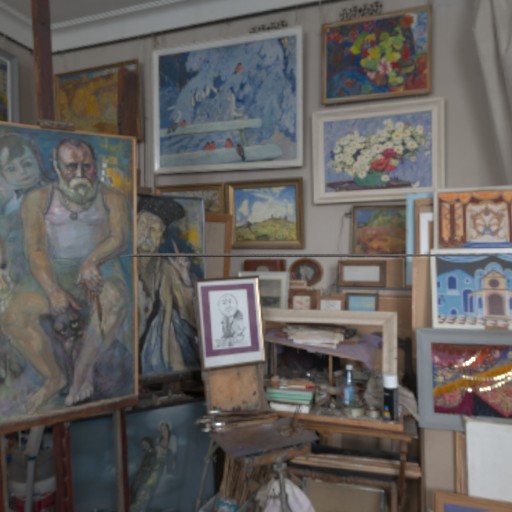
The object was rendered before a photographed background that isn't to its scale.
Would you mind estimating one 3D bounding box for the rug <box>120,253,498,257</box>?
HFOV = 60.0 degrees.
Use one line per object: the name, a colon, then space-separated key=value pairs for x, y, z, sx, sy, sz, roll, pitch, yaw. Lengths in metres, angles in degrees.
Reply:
rug: x=0.000 y=0.000 z=2.839 sx=1.600 sy=0.008 sz=2.235 roll=0 pitch=0 yaw=-19
